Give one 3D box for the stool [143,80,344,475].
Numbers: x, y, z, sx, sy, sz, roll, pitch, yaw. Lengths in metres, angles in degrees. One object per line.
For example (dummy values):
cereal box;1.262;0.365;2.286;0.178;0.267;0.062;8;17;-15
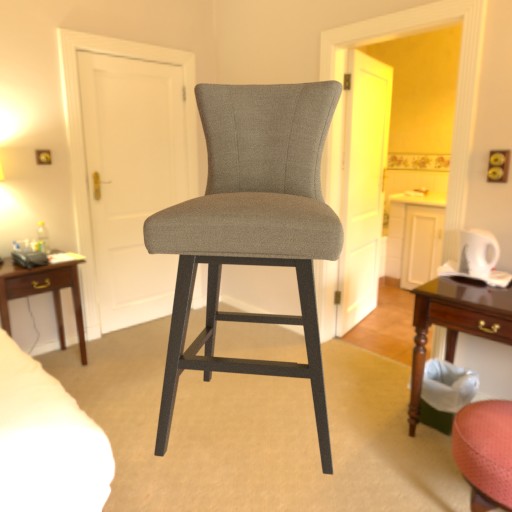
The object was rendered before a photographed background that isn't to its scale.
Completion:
stool;0.000;0.000;1.391;0.514;1.086;0.574;2;14;8
